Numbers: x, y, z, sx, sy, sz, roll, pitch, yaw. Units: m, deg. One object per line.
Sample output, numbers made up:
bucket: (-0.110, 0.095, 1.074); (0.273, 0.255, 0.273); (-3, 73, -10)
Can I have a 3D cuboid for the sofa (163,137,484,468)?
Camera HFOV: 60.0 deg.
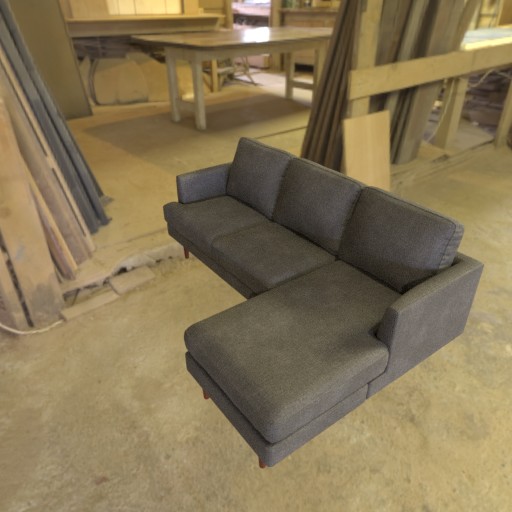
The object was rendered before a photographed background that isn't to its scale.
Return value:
sofa: (0.000, 0.000, 2.931); (1.504, 0.956, 2.233); (-21, 37, -31)
